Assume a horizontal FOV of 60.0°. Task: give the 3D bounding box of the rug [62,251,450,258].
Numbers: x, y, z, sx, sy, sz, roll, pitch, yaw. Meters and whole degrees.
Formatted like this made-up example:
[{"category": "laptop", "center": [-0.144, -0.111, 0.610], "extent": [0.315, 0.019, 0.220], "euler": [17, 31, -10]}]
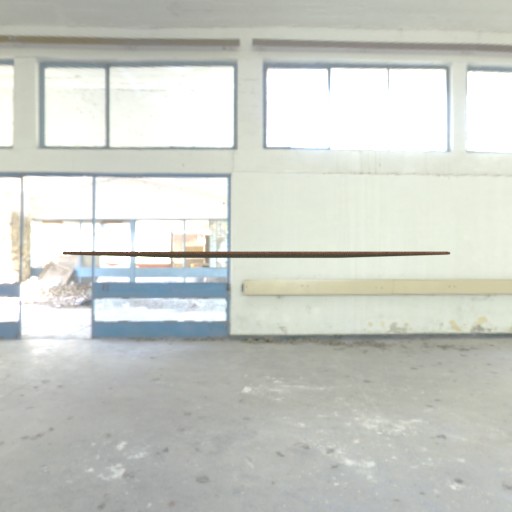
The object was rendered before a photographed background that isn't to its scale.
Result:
[{"category": "rug", "center": [0.000, 0.000, 2.297], "extent": [1.219, 0.010, 1.829], "euler": [0, -1, 0]}]
